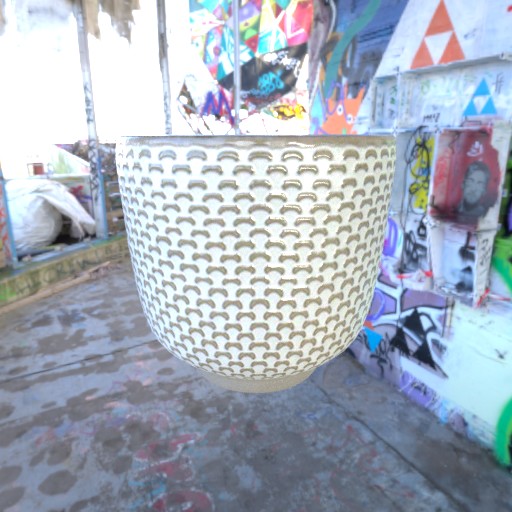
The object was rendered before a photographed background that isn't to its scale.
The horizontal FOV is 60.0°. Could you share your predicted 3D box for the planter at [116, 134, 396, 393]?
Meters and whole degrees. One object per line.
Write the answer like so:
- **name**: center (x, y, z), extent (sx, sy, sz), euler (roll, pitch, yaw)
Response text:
- **planter**: center (0.000, 0.000, 0.303), extent (0.173, 0.160, 0.173), euler (0, 15, 0)
